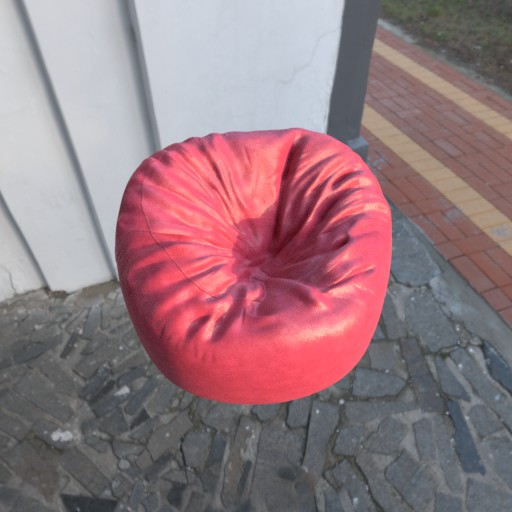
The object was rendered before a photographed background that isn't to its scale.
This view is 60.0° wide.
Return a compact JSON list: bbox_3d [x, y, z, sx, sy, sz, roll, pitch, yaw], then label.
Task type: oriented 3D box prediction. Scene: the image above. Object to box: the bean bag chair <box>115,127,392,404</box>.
[{"bbox_3d":[0.000,0.000,2.453,1.524,0.878,1.524,-3,47,-3],"label":"bean bag chair"}]
